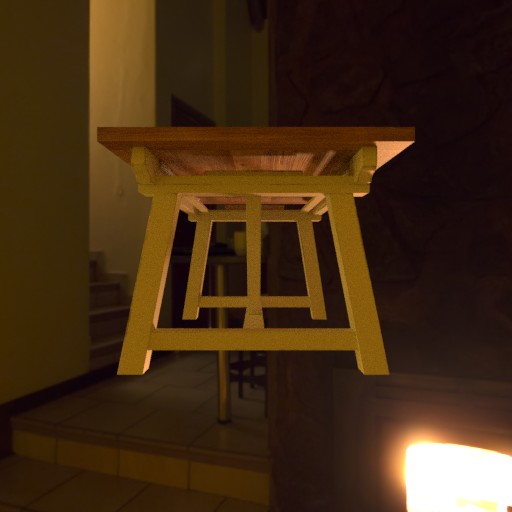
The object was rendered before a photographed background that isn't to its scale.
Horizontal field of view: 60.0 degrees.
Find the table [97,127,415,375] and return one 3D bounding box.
[{"bbox_3d":[0.000,0.000,2.034,0.922,0.743,1.503,0,0,0],"label":"table"}]
